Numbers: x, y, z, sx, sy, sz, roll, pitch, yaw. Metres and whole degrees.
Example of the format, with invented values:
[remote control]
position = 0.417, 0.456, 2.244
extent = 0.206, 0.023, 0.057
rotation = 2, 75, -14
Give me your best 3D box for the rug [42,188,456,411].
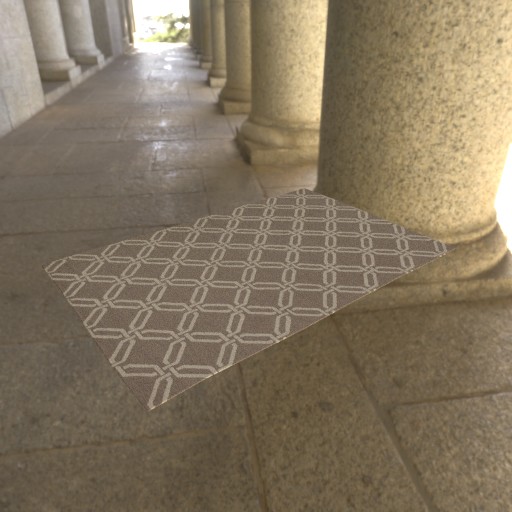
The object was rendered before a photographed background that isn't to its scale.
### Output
[rug]
position = 0.000, 0.000, 2.206
extent = 1.748, 0.010, 1.142
rotation = -21, 35, -33
